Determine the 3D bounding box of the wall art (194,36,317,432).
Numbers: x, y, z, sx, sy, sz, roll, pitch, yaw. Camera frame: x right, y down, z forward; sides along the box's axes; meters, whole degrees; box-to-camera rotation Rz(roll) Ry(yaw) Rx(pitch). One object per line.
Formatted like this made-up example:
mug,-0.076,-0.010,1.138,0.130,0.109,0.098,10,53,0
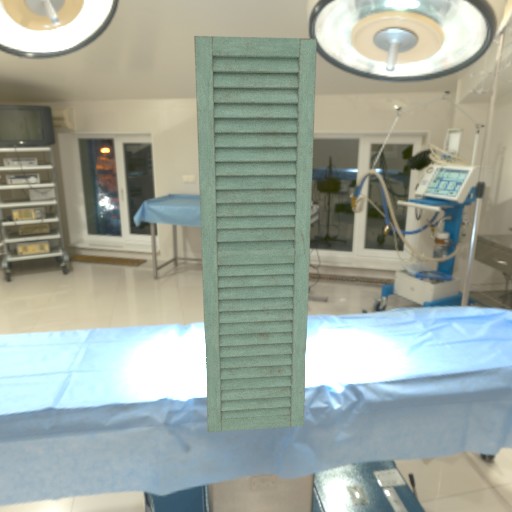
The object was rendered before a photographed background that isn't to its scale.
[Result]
wall art,0.000,0.000,1.359,0.329,1.219,0.025,-2,16,-6
